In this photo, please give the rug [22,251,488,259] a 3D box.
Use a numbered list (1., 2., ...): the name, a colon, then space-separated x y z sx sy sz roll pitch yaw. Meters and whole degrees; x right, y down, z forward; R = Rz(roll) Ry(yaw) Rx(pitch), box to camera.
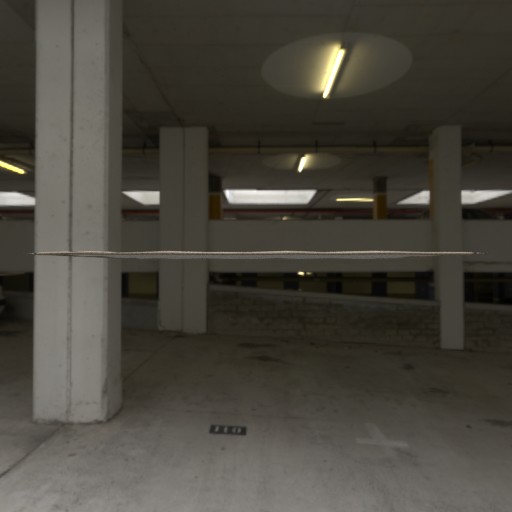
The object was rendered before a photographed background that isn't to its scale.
1. rug: 0.000 0.000 4.100 3.061 0.034 2.426 0 -1 1
